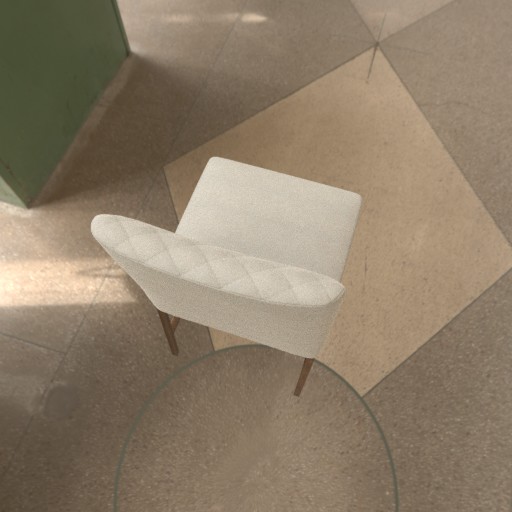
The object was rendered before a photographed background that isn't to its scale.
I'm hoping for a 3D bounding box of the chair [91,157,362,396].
[{"bbox_3d":[0.000,0.000,1.257,0.503,0.933,0.597,16,64,8],"label":"chair"}]
